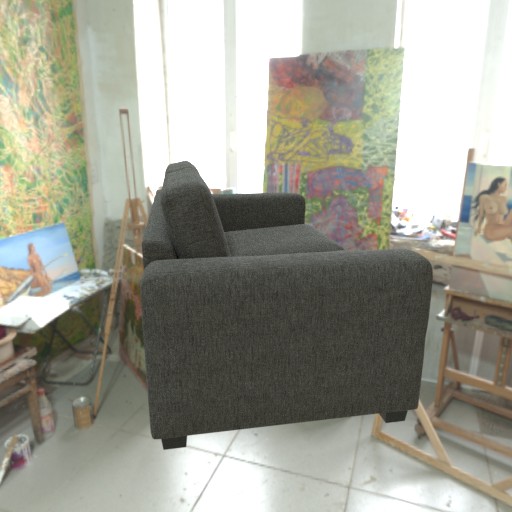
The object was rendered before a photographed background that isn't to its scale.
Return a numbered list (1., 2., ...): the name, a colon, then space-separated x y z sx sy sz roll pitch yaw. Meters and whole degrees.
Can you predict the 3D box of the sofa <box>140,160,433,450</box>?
1. sofa: 0.000 0.000 1.991 0.900 0.800 1.520 -3 16 -10
